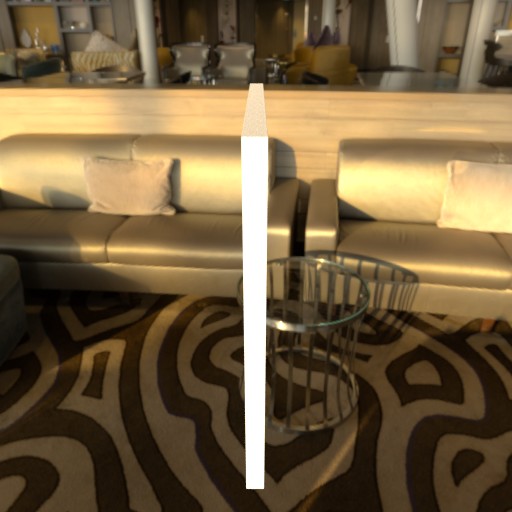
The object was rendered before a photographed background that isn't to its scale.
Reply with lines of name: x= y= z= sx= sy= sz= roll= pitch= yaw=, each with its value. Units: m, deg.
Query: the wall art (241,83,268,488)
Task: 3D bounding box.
wall art: x=0.000 y=0.000 z=1.144 sx=0.038 sy=0.762 sz=0.762 roll=0 pitch=27 yaw=0
